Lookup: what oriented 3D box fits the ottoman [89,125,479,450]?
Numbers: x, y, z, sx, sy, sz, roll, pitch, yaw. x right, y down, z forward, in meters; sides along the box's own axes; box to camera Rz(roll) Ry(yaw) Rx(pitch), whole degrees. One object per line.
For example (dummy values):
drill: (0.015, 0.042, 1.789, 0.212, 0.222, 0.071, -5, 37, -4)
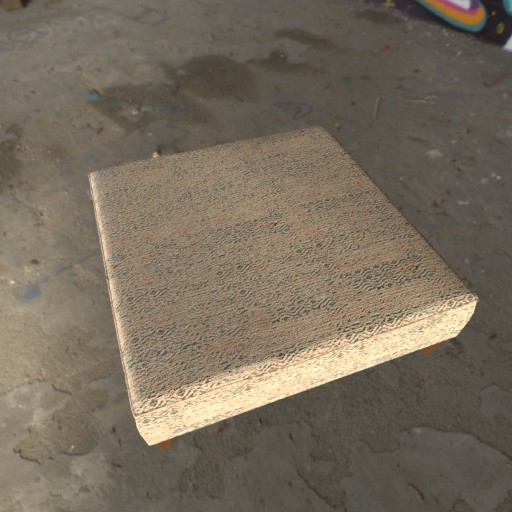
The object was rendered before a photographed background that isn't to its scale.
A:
ottoman: (0.000, 0.000, 1.534, 0.968, 0.356, 1.004, -15, 49, -14)
